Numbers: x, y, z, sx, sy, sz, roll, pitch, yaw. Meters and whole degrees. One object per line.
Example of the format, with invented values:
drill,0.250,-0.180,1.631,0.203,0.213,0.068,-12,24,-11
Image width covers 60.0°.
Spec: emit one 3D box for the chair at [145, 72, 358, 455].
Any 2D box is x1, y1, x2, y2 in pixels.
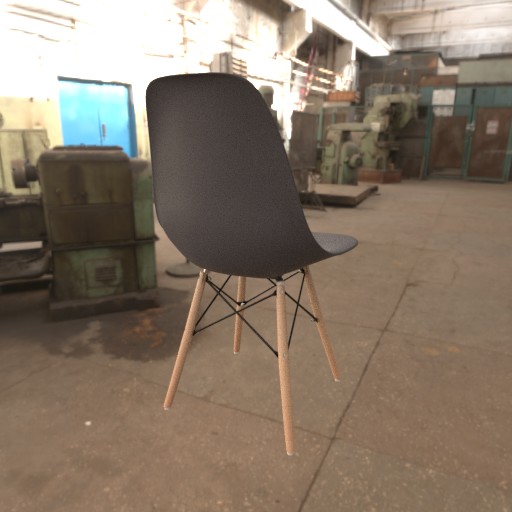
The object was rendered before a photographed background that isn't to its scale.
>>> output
chair,0.000,0.000,1.145,0.470,0.826,0.533,9,18,27
